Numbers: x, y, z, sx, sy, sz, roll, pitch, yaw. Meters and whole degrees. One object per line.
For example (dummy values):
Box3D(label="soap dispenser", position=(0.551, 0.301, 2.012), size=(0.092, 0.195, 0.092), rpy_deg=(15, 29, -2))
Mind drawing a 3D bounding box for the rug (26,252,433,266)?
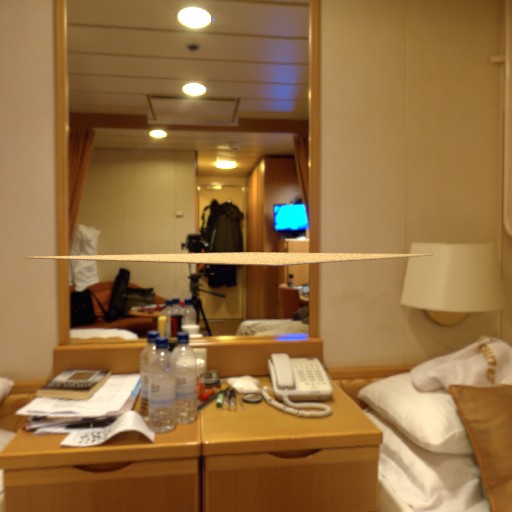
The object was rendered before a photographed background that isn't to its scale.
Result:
Box3D(label="rug", position=(0.000, 0.000, 4.109), size=(2.406, 0.012, 3.034), rpy_deg=(1, 2, 35))
